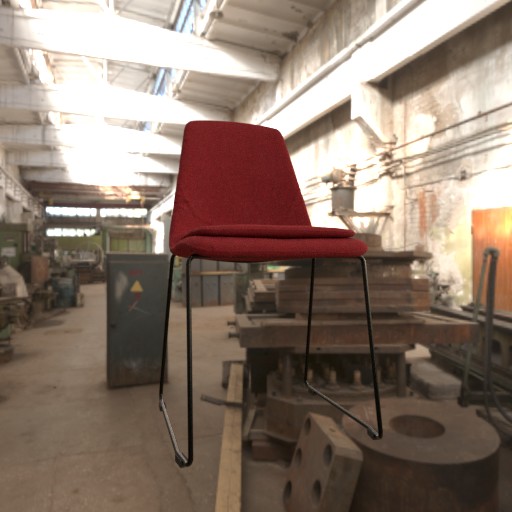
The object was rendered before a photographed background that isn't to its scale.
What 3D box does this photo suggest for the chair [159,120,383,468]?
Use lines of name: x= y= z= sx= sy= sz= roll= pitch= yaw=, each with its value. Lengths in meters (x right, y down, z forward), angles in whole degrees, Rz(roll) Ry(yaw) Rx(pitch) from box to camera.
chair: x=0.000 y=0.000 z=1.181 sx=0.479 sy=0.858 sz=0.518 roll=0 pitch=0 yaw=-18
